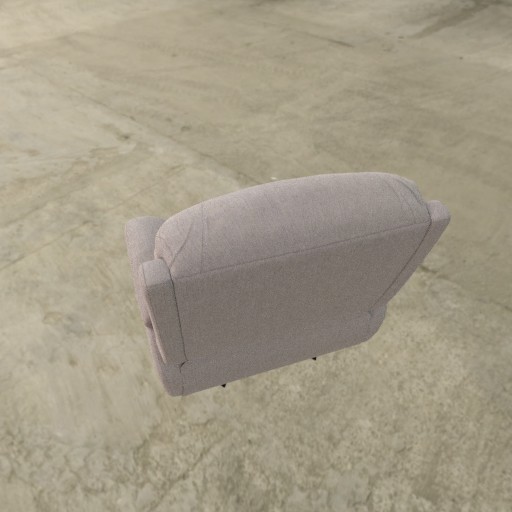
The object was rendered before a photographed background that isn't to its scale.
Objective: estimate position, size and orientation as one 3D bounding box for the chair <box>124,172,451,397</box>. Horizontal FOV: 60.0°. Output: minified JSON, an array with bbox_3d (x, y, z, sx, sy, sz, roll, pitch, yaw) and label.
[{"bbox_3d":[0.000,0.000,1.707,0.930,1.011,0.899,-13,43,-14],"label":"chair"}]
